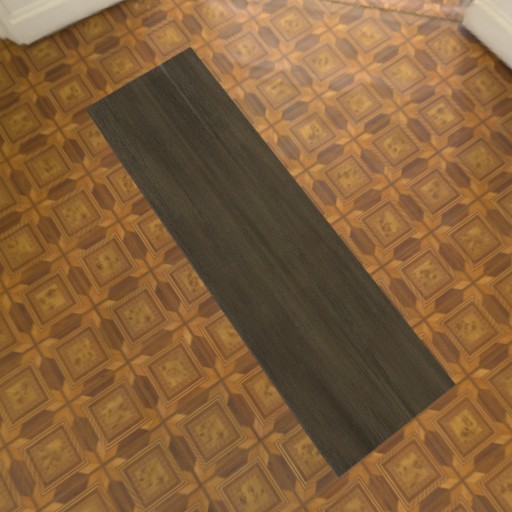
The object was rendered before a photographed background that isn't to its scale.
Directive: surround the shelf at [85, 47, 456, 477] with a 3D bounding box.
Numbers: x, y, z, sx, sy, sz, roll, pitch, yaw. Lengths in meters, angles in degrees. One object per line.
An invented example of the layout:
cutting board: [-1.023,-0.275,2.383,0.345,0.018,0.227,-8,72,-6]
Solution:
shelf: [0.000,0.000,1.525,0.400,0.495,1.300,-34,78,-8]
